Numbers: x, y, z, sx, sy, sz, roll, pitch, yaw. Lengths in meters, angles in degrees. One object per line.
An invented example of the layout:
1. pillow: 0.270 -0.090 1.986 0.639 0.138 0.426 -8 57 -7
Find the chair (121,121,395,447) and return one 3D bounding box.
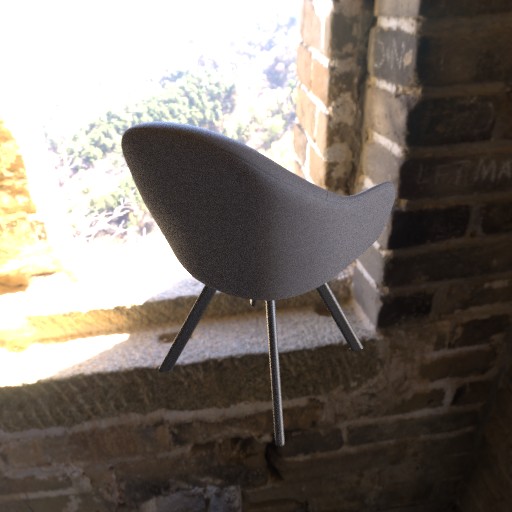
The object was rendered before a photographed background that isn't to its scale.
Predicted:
1. chair: 0.000 0.000 1.192 0.540 0.780 0.570 20 35 32
